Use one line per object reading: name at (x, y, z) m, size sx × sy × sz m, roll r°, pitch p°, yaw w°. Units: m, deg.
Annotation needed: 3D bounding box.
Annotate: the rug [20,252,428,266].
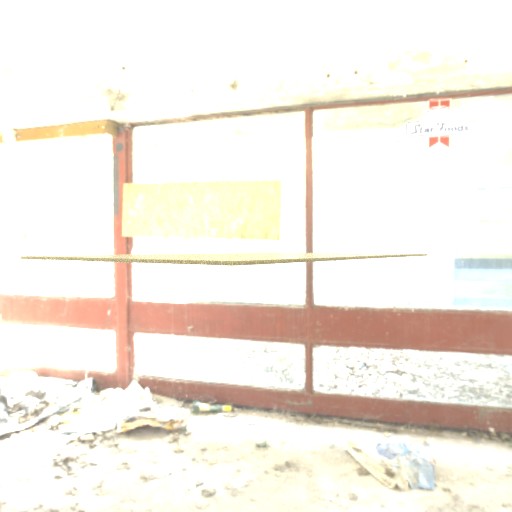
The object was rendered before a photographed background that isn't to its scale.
rug at (0.000, 0.000, 2.889) m, size 1.532 × 0.018 × 2.297 m, roll 1°, pitch 1°, yaw 37°
